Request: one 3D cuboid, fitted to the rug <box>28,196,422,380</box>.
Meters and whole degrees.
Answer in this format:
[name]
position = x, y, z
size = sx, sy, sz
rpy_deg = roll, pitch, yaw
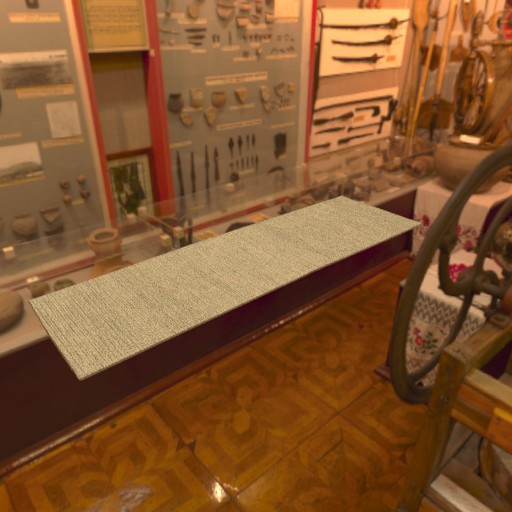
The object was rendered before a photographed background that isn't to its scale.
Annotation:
[rug]
position = 0.000, 0.000, 2.573
size = 2.320, 0.032, 0.692
rpy_deg = -21, 35, -34
